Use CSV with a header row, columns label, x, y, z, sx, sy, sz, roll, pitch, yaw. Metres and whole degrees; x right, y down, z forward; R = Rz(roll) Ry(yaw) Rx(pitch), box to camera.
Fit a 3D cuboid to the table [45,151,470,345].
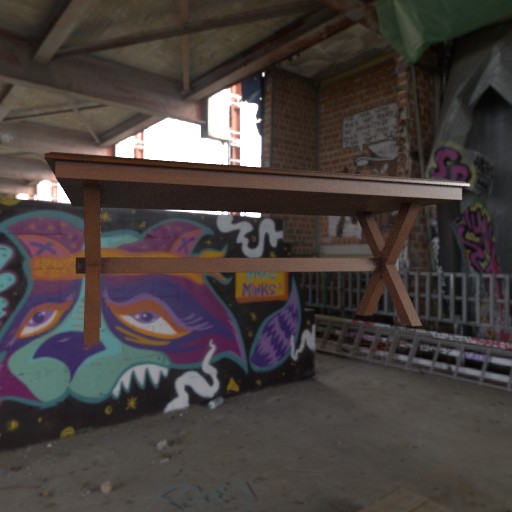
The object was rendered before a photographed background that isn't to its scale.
label,x,y,z,sx,sy,sz,roll,pitch,yaw
table,0.000,0.000,1.459,1.197,0.459,0.594,0,-1,-19
